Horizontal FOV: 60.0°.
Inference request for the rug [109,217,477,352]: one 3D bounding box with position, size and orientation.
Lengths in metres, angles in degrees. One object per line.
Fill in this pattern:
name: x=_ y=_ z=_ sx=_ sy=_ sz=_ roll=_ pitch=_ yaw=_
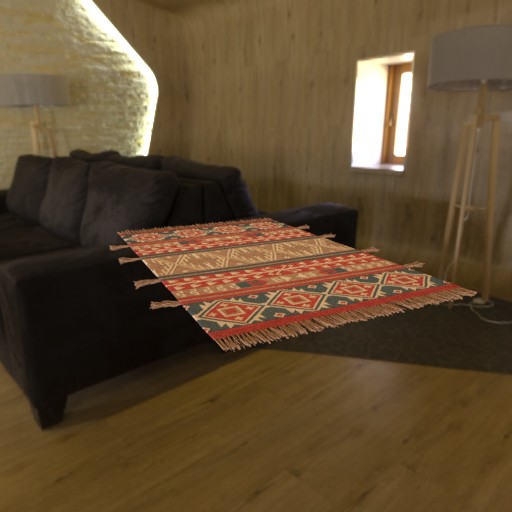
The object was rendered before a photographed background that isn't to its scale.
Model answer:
rug: x=0.000 y=0.000 z=2.575 sx=1.469 sy=0.040 sz=2.025 roll=-7 pitch=17 yaw=-25
